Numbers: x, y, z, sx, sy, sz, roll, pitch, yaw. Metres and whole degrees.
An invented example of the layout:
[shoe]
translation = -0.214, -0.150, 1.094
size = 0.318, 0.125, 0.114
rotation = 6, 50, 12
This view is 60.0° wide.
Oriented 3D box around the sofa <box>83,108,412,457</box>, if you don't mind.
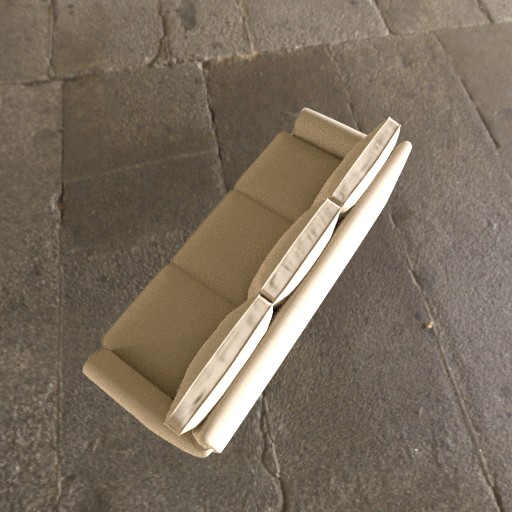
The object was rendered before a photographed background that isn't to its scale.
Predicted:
[sofa]
translation = 0.000, 0.000, 2.847
size = 0.966, 0.948, 2.354
rotation = 32, 68, 15
